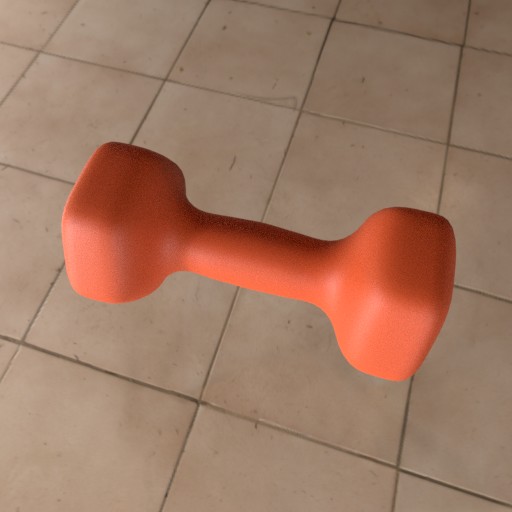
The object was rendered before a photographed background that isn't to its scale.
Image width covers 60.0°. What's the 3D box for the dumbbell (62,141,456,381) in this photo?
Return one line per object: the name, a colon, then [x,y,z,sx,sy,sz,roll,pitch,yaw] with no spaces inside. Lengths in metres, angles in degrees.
dumbbell: [0.000,0.000,0.201,0.162,0.071,0.079,15,65,7]
